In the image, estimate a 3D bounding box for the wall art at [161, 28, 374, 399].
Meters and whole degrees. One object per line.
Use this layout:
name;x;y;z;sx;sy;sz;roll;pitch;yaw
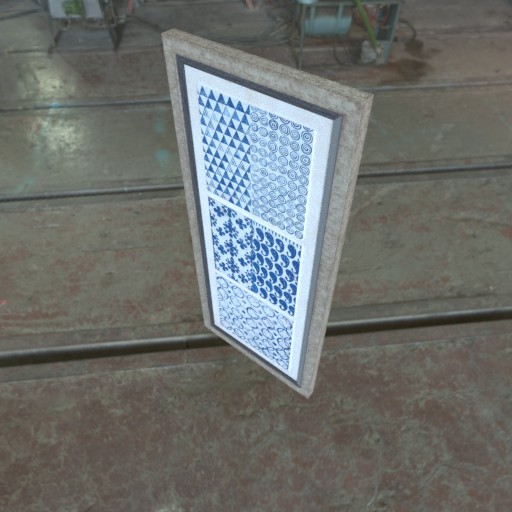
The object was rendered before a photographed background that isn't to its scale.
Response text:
wall art;0.000;0.000;1.666;0.648;1.461;0.051;30;54;25
